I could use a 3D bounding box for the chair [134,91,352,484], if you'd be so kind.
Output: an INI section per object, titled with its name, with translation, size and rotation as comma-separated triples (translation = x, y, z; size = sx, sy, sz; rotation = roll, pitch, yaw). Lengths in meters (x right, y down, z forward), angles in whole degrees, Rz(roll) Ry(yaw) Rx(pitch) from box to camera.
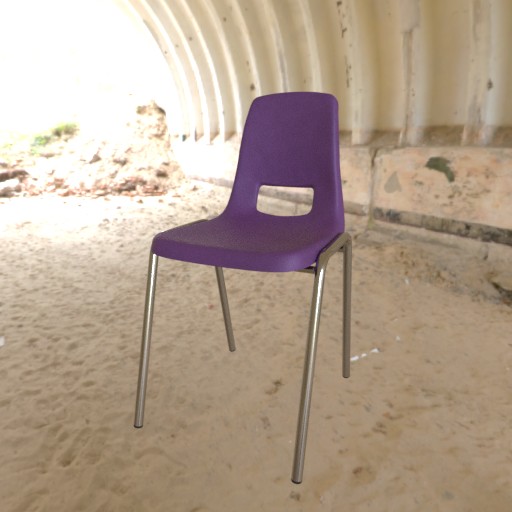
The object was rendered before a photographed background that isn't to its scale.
[chair]
translation = 0.000, 0.000, 0.962
size = 0.381, 0.704, 0.432
rotation = 7, 17, 25
